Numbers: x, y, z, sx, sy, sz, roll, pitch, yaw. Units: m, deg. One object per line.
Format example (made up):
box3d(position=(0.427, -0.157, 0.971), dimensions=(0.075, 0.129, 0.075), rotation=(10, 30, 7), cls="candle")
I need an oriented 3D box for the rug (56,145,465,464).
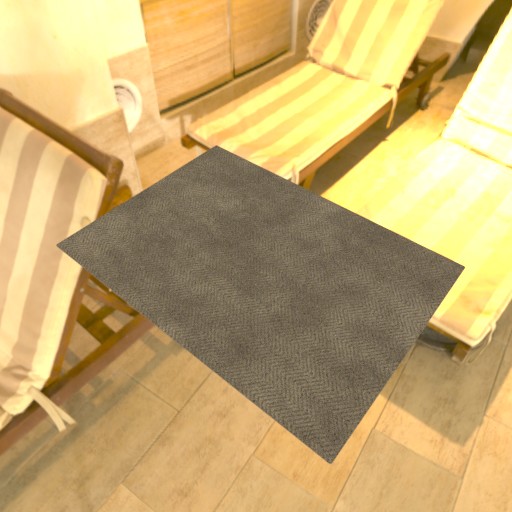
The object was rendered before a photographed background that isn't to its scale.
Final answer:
box3d(position=(0.000, 0.000, 2.964), dimensions=(2.235, 0.008, 1.600), rotation=(31, 54, 26), cls="rug")
